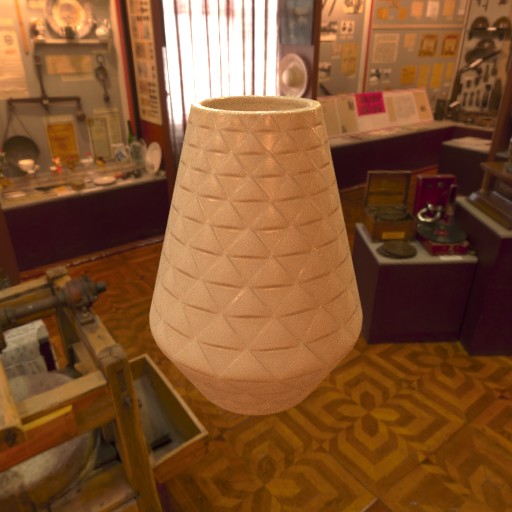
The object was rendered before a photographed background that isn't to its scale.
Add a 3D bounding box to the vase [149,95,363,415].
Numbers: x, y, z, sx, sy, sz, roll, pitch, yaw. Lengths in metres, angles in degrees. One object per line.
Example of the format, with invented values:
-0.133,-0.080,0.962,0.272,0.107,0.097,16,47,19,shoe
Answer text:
0.000,0.000,0.350,0.175,0.230,0.175,0,26,0,vase
